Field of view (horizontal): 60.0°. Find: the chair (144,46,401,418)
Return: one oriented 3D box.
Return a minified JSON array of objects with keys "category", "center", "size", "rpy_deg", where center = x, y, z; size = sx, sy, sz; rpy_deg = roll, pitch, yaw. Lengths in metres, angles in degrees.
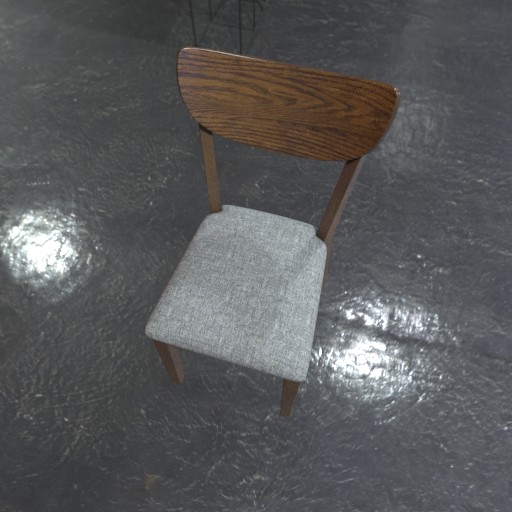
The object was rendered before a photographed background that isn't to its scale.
[{"category":"chair","center":[0.000,0.000,1.184],"size":[0.491,0.849,0.583],"rpy_deg":[14,60,8]}]
